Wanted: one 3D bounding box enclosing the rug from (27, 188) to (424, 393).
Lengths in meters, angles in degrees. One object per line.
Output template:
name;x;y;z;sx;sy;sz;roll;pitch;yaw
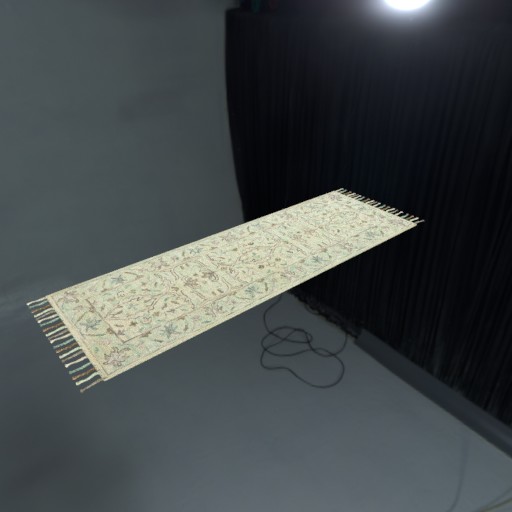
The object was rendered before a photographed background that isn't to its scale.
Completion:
rug;0.000;0.000;2.694;2.440;0.013;0.769;-23;38;-33
